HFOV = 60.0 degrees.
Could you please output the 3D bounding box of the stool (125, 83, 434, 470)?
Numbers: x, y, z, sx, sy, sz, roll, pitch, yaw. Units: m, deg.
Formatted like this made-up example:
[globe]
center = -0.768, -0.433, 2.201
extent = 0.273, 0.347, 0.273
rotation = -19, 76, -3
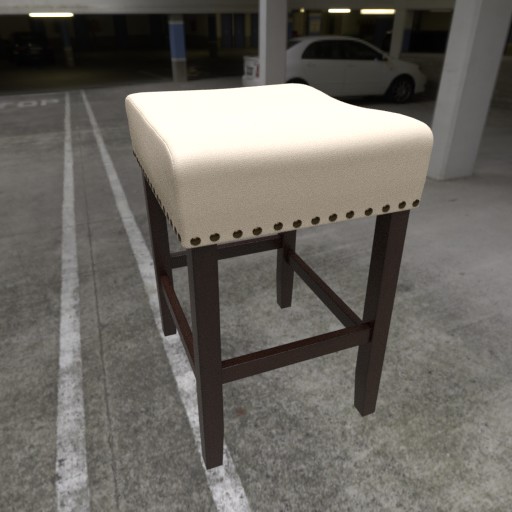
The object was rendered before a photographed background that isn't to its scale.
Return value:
[stool]
center = 0.000, 0.000, 0.923
extent = 0.401, 0.609, 0.471
rotation = -11, 31, -19
